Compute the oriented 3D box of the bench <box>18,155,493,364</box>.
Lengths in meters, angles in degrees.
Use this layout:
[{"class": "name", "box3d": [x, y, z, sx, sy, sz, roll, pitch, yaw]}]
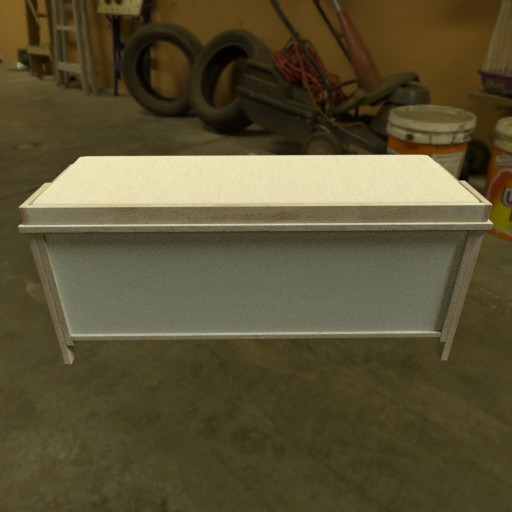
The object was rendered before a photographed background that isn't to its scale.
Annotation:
[{"class": "bench", "box3d": [0.000, 0.000, 1.336, 1.140, 0.501, 0.398, 0, 30, -1]}]
